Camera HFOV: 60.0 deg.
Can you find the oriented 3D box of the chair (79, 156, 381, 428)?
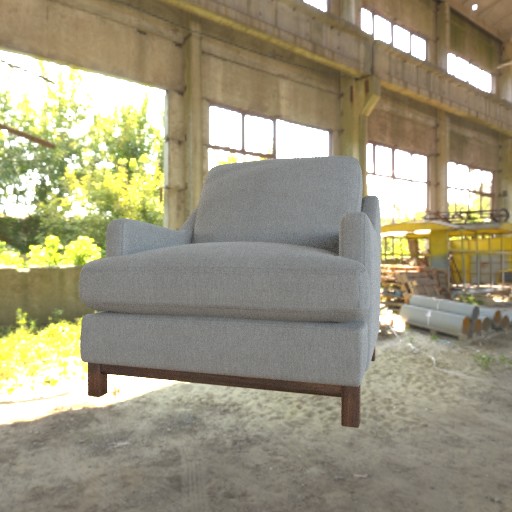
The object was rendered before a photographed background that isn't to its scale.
[{"bbox_3d":[0.000,0.000,1.560,0.826,0.821,0.892,0,0,18],"label":"chair"}]
